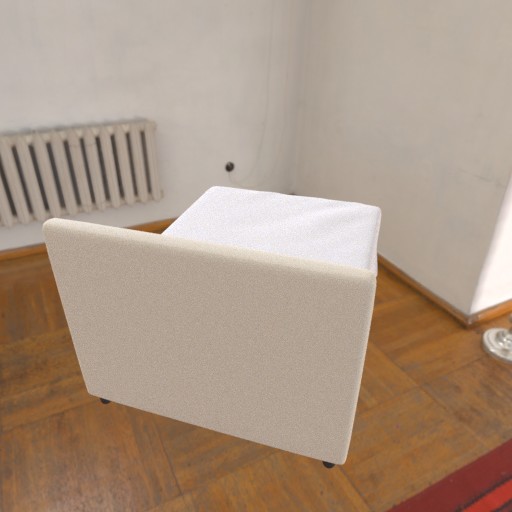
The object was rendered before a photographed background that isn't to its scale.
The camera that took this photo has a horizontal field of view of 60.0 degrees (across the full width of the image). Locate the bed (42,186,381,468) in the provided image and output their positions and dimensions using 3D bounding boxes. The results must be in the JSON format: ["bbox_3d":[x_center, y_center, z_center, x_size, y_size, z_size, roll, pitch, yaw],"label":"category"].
[{"bbox_3d":[0.000,0.000,3.196,1.714,1.330,2.147,10,33,15],"label":"bed"}]
